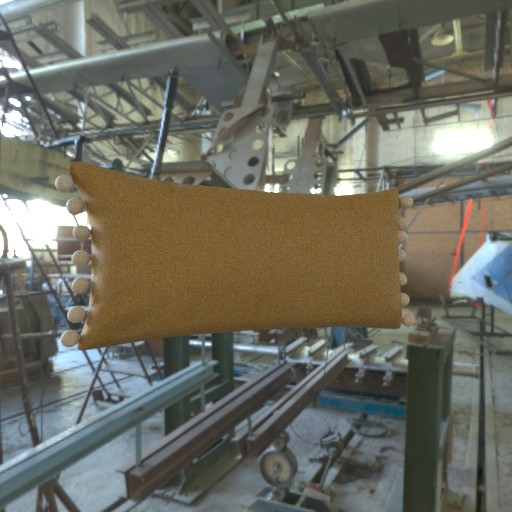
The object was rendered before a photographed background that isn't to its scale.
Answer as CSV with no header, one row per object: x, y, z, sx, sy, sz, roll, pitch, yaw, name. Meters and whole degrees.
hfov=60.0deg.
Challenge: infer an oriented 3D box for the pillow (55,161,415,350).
0.000,0.000,0.857,0.709,0.322,0.201,0,0,-18,pillow
